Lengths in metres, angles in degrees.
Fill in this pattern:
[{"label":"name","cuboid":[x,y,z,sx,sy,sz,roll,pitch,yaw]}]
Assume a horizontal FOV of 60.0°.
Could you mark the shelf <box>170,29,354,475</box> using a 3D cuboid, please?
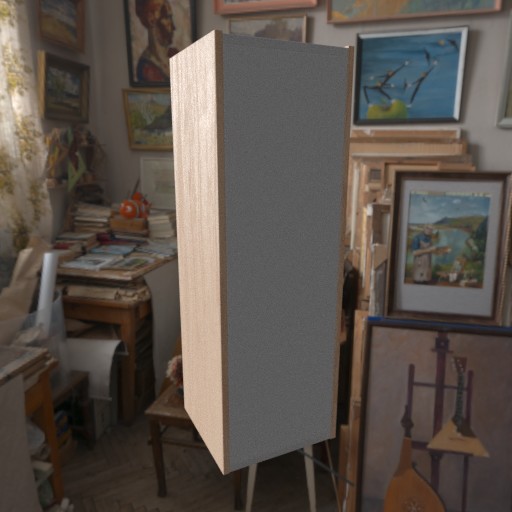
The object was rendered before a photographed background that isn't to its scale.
[{"label":"shelf","cuboid":[0.000,0.000,1.061,0.300,0.900,0.290,-7,15,-25]}]
